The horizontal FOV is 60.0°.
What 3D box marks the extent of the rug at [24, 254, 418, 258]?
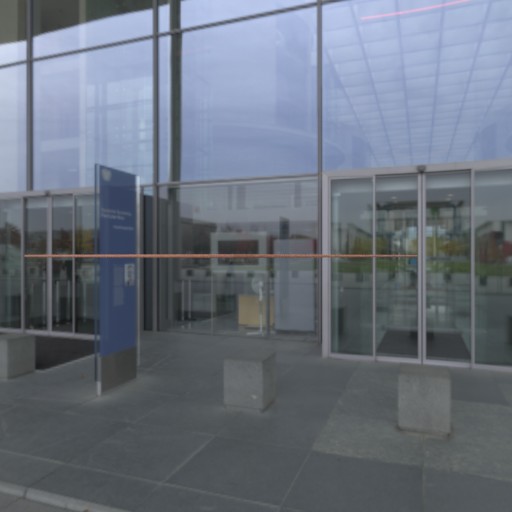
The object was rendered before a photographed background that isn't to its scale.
[{"bbox_3d":[0.000,0.000,3.083,1.524,0.014,2.438,0,0,35],"label":"rug"}]
